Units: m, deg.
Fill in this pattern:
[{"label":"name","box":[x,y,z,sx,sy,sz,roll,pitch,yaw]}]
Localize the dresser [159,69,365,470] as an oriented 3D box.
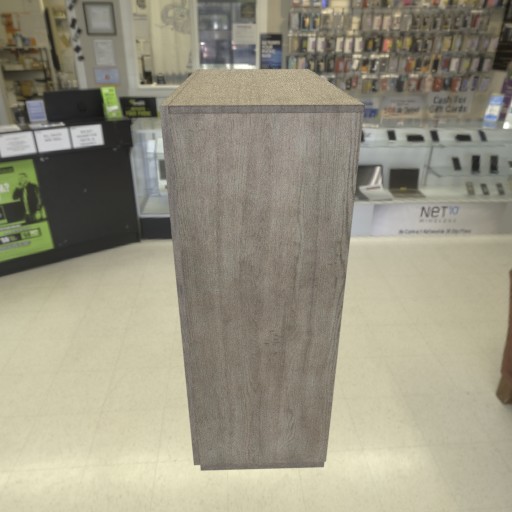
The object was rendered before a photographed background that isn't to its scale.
[{"label":"dresser","box":[0.000,0.000,1.762,0.483,1.295,0.967,-1,27,-2]}]
